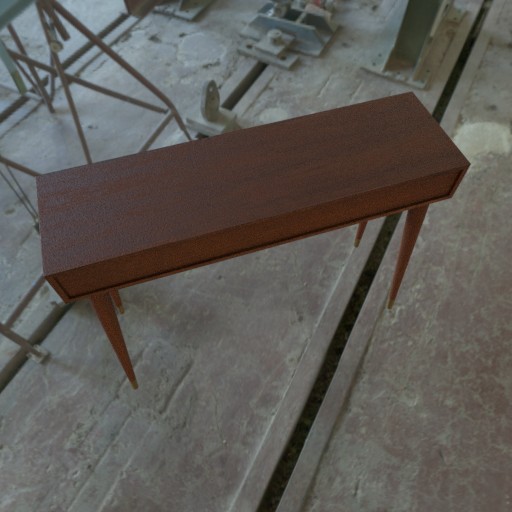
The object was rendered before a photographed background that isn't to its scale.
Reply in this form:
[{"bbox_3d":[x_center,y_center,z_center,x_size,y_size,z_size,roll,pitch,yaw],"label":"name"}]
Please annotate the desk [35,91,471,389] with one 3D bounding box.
[{"bbox_3d":[0.000,0.000,1.655,1.204,0.917,0.384,-15,59,-10],"label":"desk"}]
